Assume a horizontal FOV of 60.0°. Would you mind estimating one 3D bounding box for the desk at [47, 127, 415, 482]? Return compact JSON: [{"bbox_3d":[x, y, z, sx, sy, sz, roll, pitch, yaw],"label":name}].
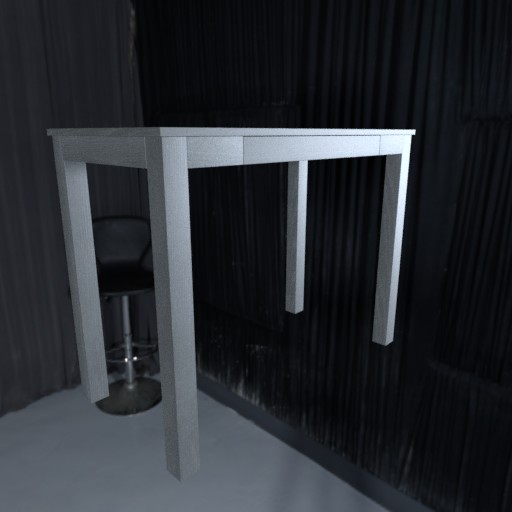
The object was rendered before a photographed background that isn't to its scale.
[{"bbox_3d":[0.000,0.000,1.386,0.499,0.762,0.991,15,21,42],"label":"desk"}]
